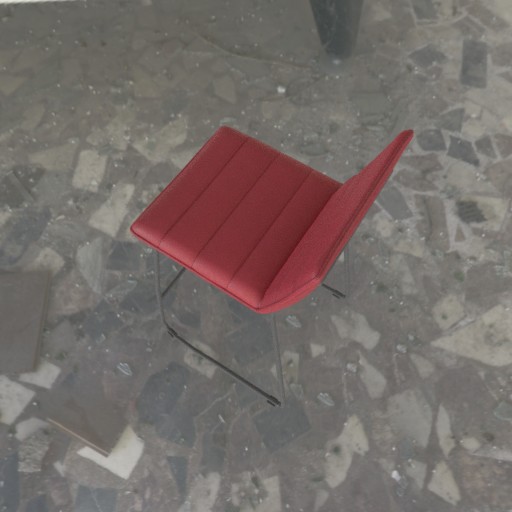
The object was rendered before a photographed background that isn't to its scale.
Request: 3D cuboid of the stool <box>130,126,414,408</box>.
[{"bbox_3d":[0.000,0.000,1.237,0.524,0.937,0.489,30,66,15],"label":"stool"}]
